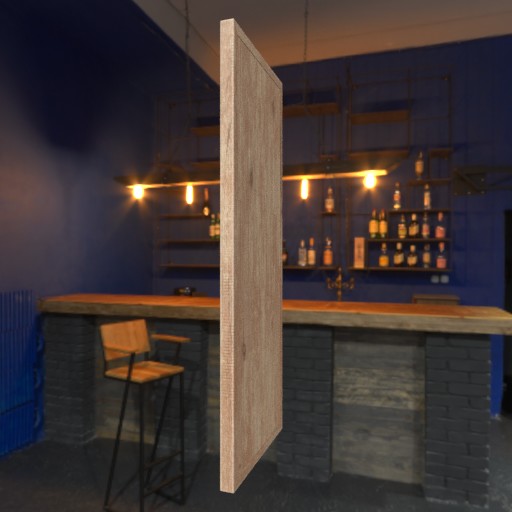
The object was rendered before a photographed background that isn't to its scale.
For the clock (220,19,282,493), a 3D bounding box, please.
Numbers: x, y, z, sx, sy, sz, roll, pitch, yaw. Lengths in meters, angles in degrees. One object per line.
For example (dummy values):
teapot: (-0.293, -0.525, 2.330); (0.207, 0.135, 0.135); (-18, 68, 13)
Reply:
clock: (0.000, 0.000, 1.075); (0.030, 0.965, 0.361); (0, 0, 19)
